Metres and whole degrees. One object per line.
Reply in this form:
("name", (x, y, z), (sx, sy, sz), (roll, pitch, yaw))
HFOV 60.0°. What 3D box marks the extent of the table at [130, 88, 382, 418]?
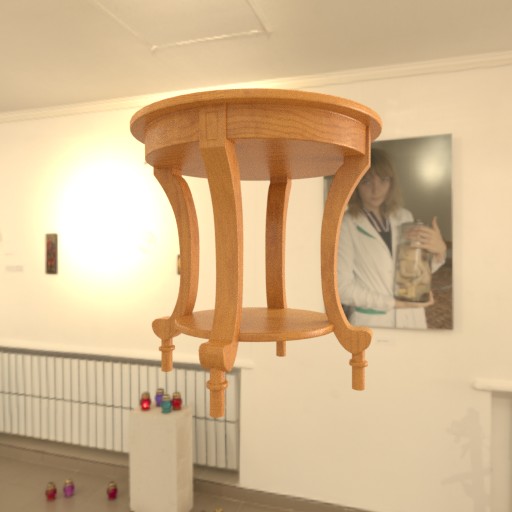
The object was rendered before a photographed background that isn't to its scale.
("table", (0.000, 0.000, 1.095), (0.597, 0.612, 0.597), (0, 1, 0))
